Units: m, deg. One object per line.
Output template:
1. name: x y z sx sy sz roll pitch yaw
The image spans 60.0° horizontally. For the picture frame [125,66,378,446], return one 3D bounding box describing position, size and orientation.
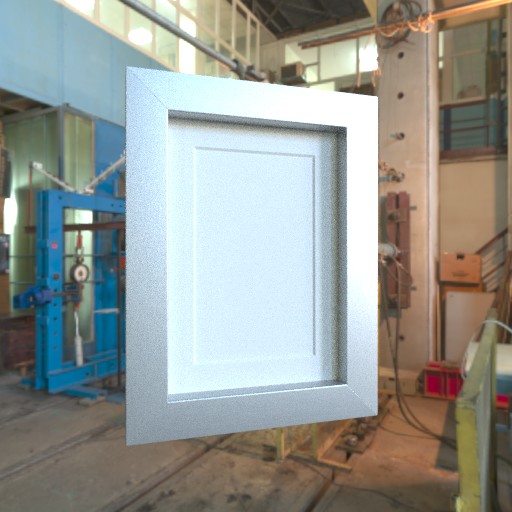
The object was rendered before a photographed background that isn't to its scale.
1. picture frame: 0.000 0.000 0.278 0.157 0.208 0.028 0 0 -17
